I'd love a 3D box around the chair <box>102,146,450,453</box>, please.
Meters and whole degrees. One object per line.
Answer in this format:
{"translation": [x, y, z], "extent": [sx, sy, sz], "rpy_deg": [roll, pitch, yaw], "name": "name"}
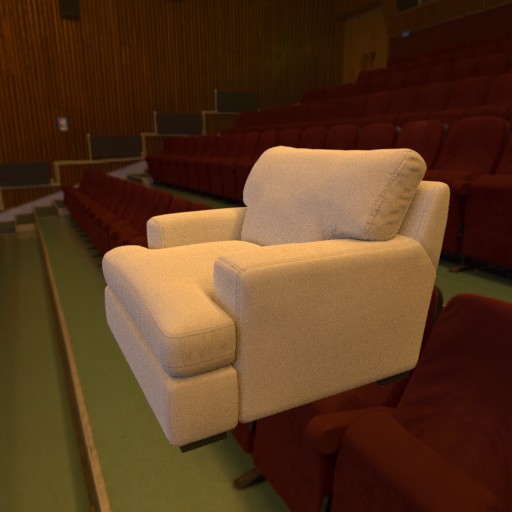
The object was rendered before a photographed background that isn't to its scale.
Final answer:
{"translation": [0.000, 0.000, 1.959], "extent": [1.158, 0.930, 1.140], "rpy_deg": [-8, 16, -27], "name": "chair"}
